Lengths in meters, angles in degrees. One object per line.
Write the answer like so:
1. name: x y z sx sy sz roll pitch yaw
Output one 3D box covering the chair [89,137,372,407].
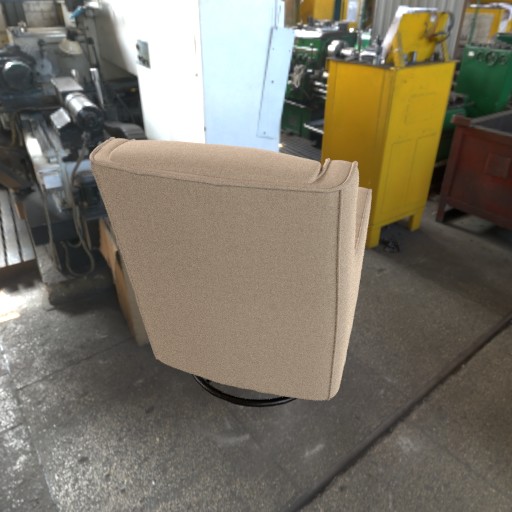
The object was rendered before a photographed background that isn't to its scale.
1. chair: 0.000 0.000 1.605 0.732 0.993 0.879 9 32 15
